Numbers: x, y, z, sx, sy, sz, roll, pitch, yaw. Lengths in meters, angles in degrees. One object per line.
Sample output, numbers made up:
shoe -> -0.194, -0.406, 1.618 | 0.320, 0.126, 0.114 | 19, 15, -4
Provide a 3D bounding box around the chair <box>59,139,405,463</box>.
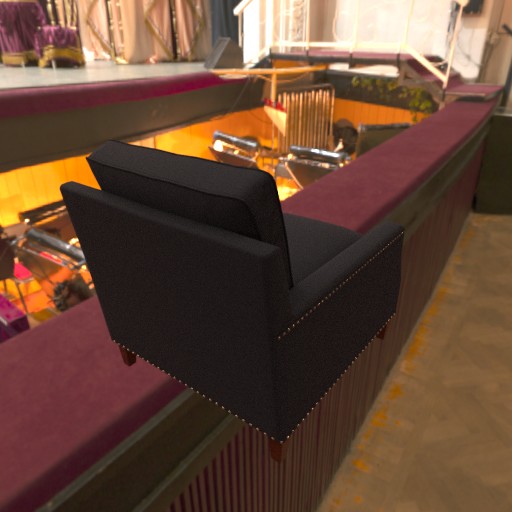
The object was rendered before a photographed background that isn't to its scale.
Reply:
chair -> 0.000, 0.000, 1.710 | 0.853, 0.943, 1.014 | 19, 32, 33
